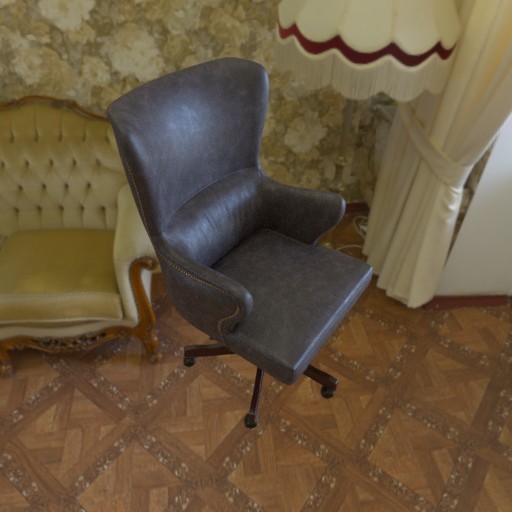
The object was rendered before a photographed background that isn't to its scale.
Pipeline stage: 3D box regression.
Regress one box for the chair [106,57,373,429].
[{"bbox_3d":[0.000,0.000,1.462,0.717,1.037,0.594,25,47,26],"label":"chair"}]
